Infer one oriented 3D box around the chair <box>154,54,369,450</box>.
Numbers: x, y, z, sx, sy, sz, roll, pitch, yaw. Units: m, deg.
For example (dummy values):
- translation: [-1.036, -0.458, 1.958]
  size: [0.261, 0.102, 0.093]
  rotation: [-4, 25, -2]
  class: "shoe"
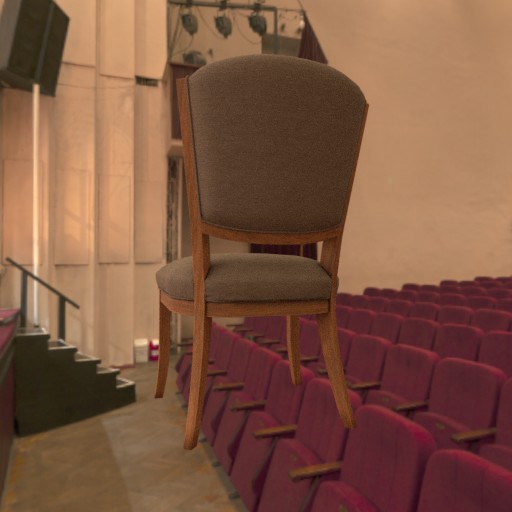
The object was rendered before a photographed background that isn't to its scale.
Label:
- translation: [0.000, 0.000, 1.260]
  size: [0.513, 0.905, 0.584]
  rotation: [0, -1, -18]
  class: "chair"
